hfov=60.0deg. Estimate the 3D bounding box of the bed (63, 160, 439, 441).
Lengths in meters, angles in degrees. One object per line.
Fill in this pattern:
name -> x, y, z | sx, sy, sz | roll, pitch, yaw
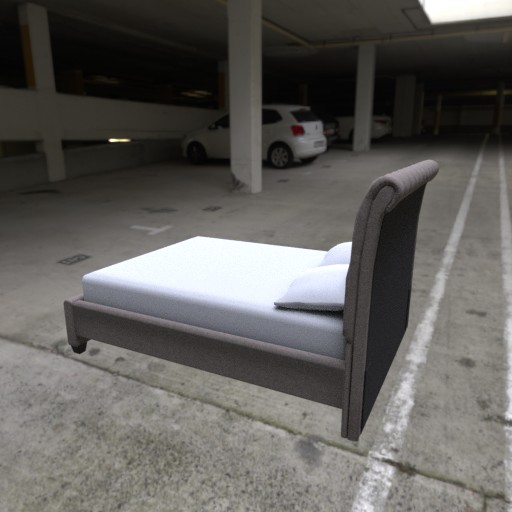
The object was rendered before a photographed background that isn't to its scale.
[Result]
bed -> 0.000, 0.000, 3.277 | 2.252, 1.371, 1.645 | 8, 17, 26
